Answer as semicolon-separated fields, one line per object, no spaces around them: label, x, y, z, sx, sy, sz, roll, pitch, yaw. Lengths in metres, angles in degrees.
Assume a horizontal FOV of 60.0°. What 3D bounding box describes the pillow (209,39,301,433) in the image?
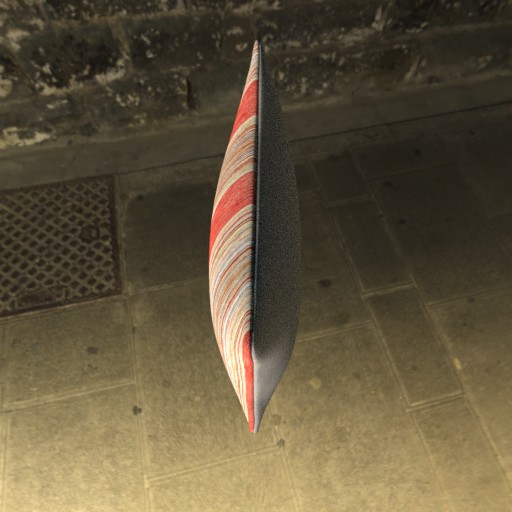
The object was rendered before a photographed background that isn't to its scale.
pillow;0.000;0.000;0.658;0.136;0.419;0.437;1;60;1
